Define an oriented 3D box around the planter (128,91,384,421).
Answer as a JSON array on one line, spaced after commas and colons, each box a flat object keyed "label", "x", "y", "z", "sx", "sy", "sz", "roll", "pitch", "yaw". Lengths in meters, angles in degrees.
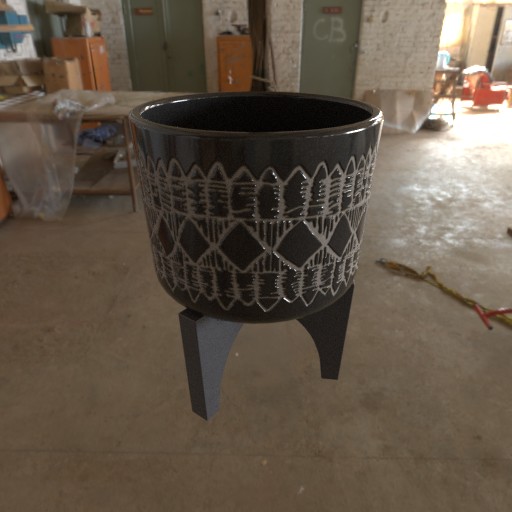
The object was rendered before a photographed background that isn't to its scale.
[{"label": "planter", "x": 0.000, "y": 0.000, "z": 0.410, "sx": 0.196, "sy": 0.264, "sz": 0.196, "roll": 20, "pitch": 33, "yaw": 33}]
